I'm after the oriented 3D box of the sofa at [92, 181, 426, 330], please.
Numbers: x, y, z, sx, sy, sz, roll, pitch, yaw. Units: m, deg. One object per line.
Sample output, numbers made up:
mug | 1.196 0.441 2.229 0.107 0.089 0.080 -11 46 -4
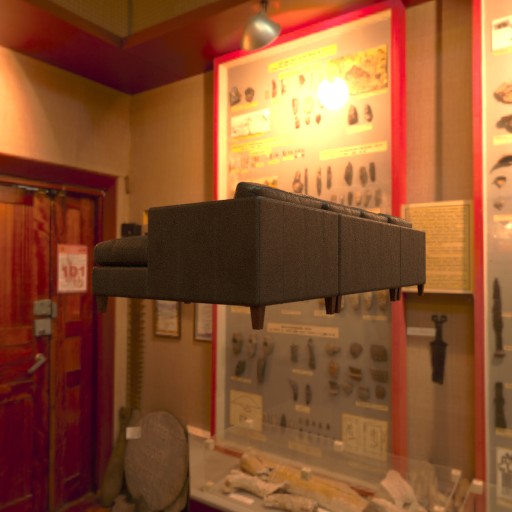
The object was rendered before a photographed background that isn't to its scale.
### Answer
sofa | 0.000 0.000 4.491 2.452 0.891 3.324 -1 -1 36
